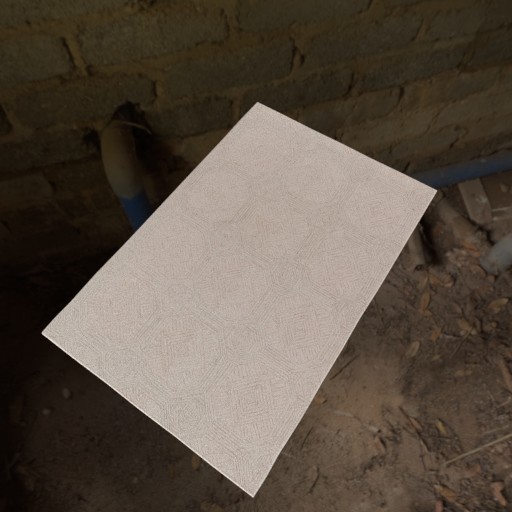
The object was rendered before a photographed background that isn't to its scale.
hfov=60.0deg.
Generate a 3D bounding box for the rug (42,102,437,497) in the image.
[{"bbox_3d":[0.000,0.000,2.305,1.236,0.009,1.839,31,67,15],"label":"rug"}]
